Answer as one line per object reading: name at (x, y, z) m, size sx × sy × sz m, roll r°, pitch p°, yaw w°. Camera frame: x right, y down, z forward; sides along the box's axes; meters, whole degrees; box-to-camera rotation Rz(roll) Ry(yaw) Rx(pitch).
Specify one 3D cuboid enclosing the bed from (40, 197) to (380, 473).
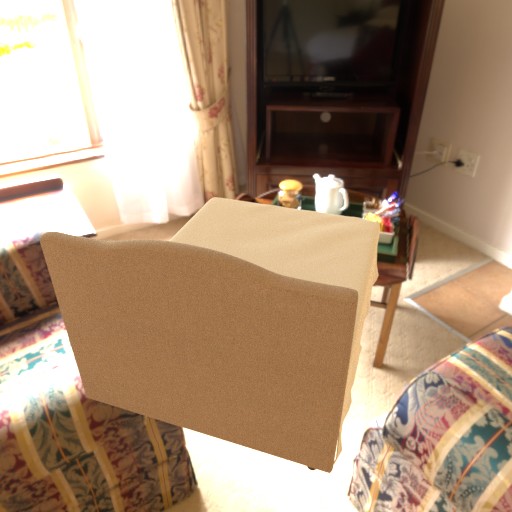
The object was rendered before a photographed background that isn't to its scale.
bed at (0.000, 0.000, 3.393) m, size 1.821 × 1.436 × 2.282 m, roll 11°, pitch 34°, yaw 16°
